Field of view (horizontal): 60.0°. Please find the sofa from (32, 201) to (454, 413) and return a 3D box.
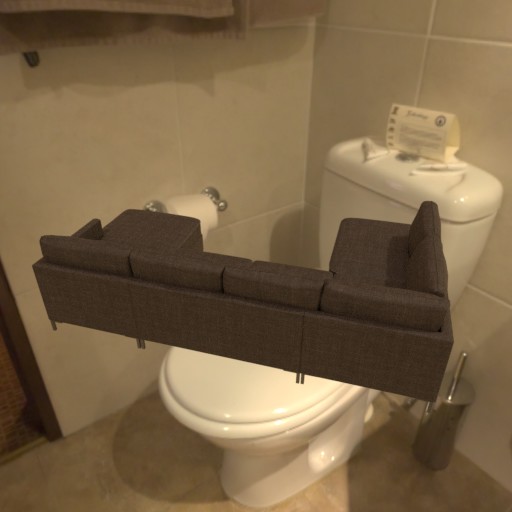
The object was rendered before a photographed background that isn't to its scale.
[{"bbox_3d":[0.000,0.000,4.290,3.423,0.999,2.048,9,33,14],"label":"sofa"}]
